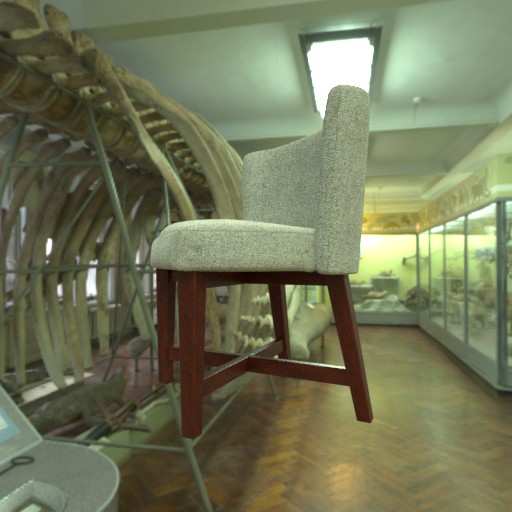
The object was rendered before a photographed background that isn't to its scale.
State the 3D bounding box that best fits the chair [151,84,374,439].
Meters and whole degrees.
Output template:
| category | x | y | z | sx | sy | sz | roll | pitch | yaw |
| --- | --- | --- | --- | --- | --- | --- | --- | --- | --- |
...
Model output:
| category | x | y | z | sx | sy | sz | roll | pitch | yaw |
| --- | --- | --- | --- | --- | --- | --- | --- | --- | --- |
| chair | 0.000 | 0.000 | 1.294 | 0.575 | 0.827 | 0.728 | 0 | -1 | -18 |
